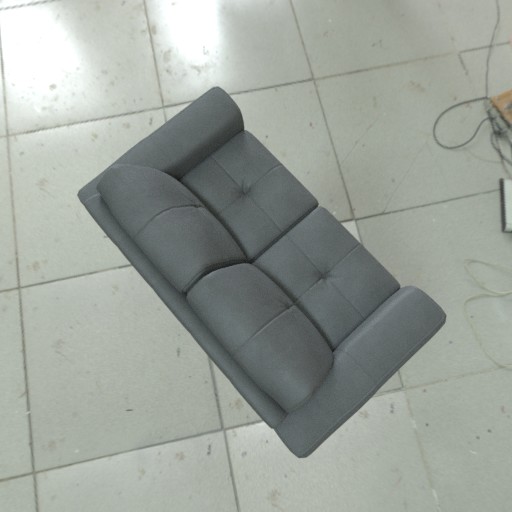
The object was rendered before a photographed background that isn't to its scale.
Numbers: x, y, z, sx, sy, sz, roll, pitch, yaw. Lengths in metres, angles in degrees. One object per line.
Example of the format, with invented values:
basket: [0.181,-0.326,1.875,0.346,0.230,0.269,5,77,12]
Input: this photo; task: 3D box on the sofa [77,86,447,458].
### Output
sofa: [0.000,0.000,2.346,1.018,0.907,1.806,-41,79,-10]
